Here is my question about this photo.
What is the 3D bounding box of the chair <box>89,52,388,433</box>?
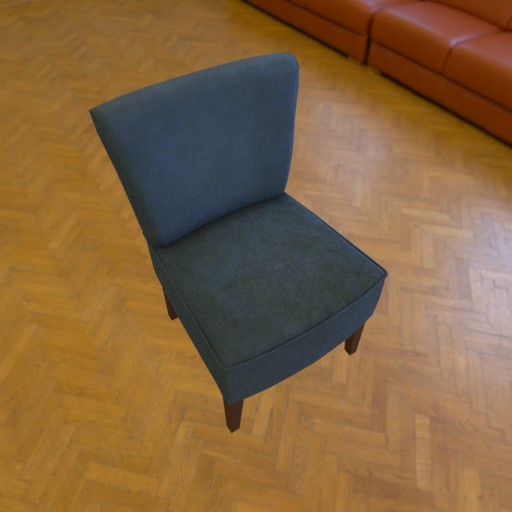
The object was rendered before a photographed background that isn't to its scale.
[{"bbox_3d":[0.000,0.000,1.186,0.521,0.806,0.551,-26,53,-22],"label":"chair"}]
